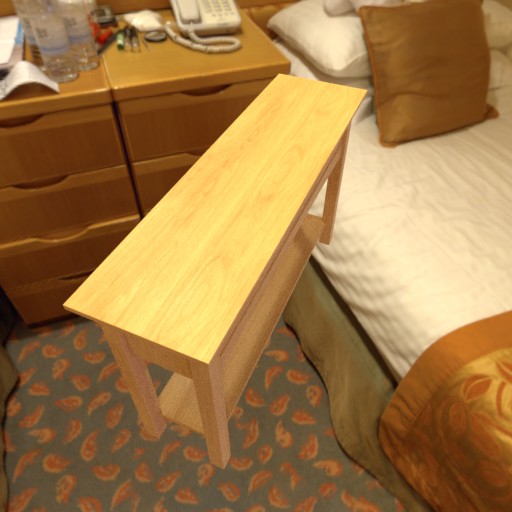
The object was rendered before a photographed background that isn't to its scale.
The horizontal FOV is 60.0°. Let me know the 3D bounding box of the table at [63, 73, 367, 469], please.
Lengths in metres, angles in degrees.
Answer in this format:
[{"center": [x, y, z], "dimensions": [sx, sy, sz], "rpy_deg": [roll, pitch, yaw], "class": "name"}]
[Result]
[{"center": [0.000, 0.000, 1.546], "dimensions": [0.350, 0.730, 1.240], "rpy_deg": [18, 48, 16], "class": "table"}]
